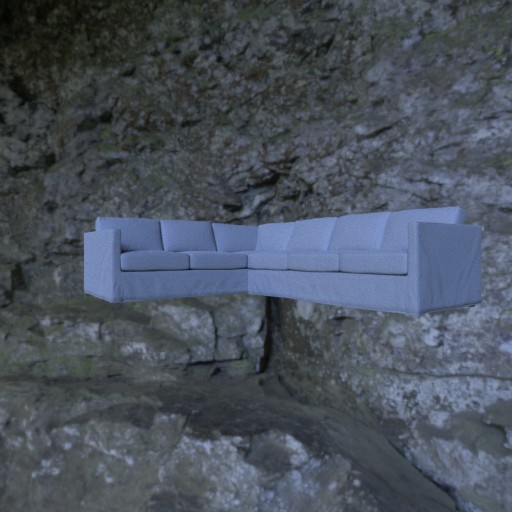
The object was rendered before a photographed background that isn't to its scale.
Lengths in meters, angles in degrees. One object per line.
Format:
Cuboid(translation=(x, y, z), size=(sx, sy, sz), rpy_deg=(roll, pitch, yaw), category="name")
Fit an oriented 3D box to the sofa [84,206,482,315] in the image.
Cuboid(translation=(0.000, 0.000, 4.309), size=(2.432, 0.871, 3.182), rpy_deg=(0, 0, -36), category="sofa")
